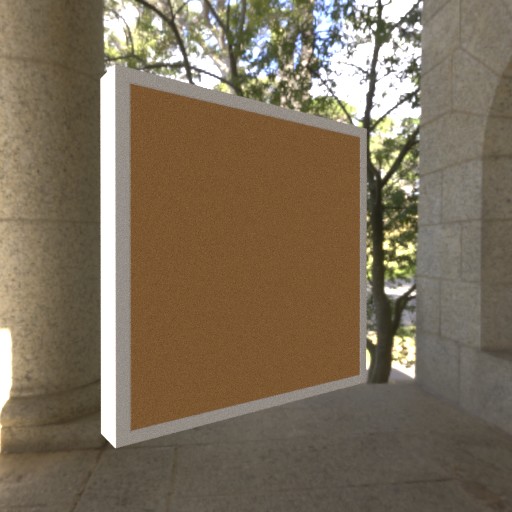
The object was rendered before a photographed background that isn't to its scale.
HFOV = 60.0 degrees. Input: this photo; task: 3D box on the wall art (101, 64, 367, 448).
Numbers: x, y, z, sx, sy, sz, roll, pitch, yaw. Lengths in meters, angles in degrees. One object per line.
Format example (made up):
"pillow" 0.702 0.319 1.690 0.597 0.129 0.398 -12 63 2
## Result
"wall art" 0.000 0.000 0.457 0.305 0.305 0.037 0 0 -37
